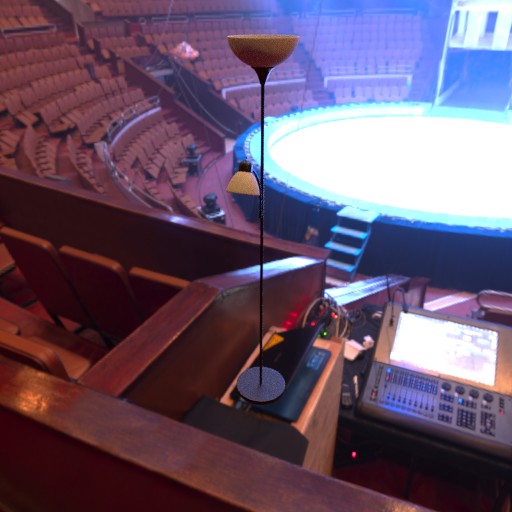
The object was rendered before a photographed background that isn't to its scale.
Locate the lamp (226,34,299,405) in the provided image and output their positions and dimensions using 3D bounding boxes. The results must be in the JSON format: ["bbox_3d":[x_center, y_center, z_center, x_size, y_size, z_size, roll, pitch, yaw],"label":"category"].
[{"bbox_3d":[0.000,0.000,2.038,0.279,1.804,0.442,9,30,16],"label":"lamp"}]
